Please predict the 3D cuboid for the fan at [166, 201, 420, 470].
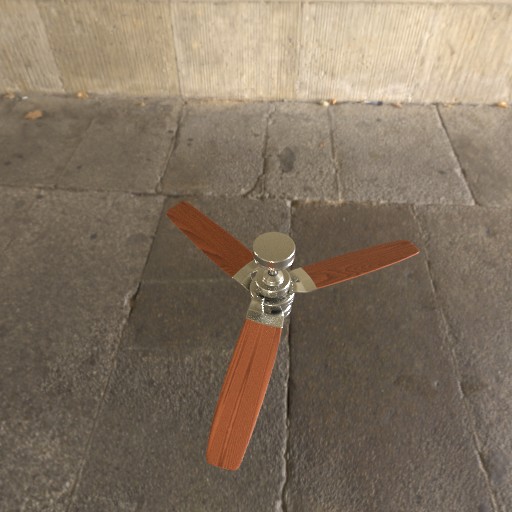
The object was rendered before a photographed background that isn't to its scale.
[{"bbox_3d":[0.000,0.000,2.052,1.416,0.410,1.271,-33,55,-27],"label":"fan"}]
